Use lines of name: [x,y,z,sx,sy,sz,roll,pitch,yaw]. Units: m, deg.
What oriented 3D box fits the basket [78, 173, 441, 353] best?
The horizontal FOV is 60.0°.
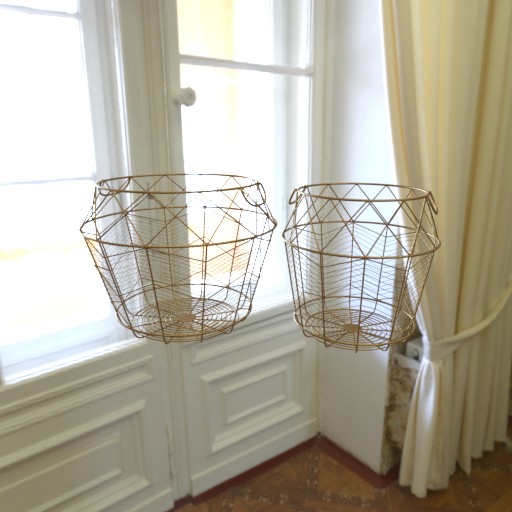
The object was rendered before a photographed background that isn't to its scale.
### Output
basket: [0.000,0.000,1.037,0.805,0.343,0.451,2,16,8]
